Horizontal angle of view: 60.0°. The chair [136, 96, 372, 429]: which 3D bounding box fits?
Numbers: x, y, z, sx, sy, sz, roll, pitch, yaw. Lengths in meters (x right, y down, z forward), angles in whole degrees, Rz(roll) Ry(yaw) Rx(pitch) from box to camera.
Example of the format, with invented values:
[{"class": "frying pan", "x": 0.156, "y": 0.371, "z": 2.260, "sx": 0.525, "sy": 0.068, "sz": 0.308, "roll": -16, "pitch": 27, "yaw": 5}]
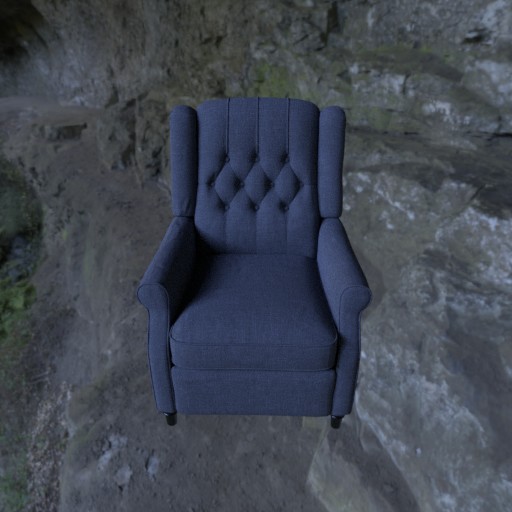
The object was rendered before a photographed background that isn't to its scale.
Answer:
[{"class": "chair", "x": 0.000, "y": 0.000, "z": 1.690, "sx": 0.742, "sy": 1.035, "sz": 0.898, "roll": 1, "pitch": 31, "yaw": 1}]
